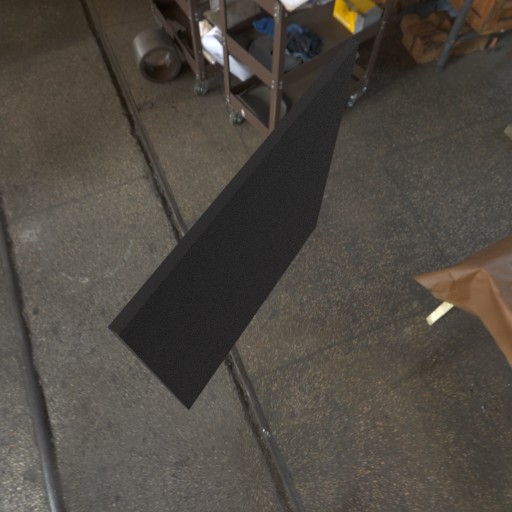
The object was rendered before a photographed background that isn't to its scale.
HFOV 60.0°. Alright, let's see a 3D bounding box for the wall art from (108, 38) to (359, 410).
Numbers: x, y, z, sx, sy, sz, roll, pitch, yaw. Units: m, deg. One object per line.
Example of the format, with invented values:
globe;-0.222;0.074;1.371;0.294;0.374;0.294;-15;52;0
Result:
wall art;0.000;0.000;0.679;0.013;0.458;0.456;30;67;14
